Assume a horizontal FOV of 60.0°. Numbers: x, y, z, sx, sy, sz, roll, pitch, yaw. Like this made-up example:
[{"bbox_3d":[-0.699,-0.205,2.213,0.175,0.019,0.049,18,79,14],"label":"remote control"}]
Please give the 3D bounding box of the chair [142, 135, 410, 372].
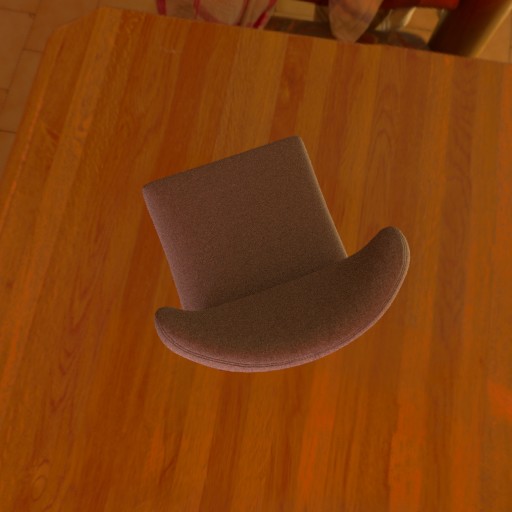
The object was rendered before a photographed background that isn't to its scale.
[{"bbox_3d":[0.000,0.000,1.199,0.491,0.839,0.592,-19,77,-5],"label":"chair"}]
